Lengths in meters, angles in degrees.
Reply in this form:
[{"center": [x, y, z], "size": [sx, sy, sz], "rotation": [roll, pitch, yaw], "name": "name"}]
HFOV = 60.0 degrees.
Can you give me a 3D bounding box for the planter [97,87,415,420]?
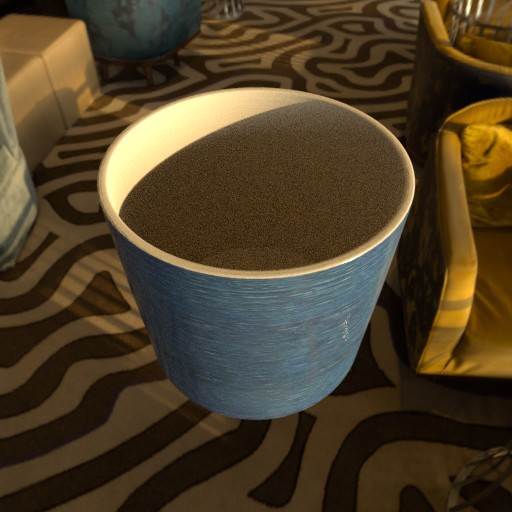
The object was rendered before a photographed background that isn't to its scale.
[{"center": [0.000, 0.000, 0.390], "size": [0.221, 0.201, 0.221], "rotation": [0, 47, 0], "name": "planter"}]
